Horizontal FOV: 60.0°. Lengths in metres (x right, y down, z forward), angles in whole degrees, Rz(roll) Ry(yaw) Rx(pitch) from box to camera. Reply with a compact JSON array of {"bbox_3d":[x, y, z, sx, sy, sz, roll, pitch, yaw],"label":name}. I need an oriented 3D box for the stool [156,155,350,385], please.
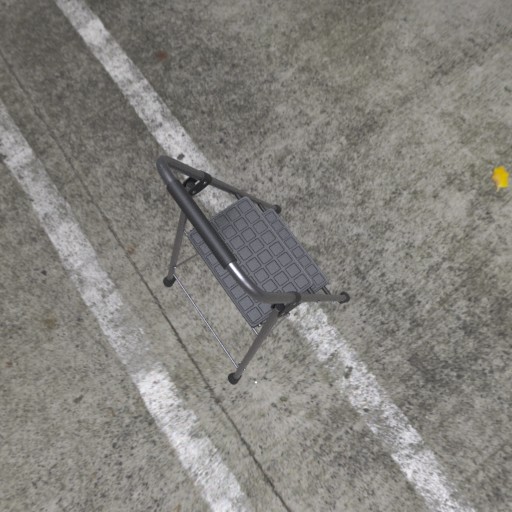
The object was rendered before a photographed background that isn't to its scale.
[{"bbox_3d":[0.000,0.000,1.159,0.514,0.872,0.450,-34,77,-9],"label":"stool"}]
